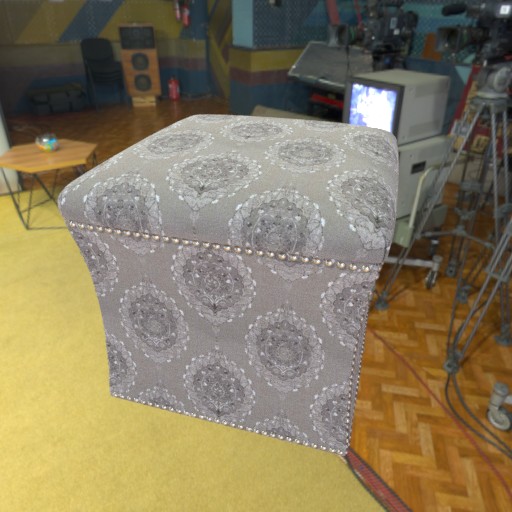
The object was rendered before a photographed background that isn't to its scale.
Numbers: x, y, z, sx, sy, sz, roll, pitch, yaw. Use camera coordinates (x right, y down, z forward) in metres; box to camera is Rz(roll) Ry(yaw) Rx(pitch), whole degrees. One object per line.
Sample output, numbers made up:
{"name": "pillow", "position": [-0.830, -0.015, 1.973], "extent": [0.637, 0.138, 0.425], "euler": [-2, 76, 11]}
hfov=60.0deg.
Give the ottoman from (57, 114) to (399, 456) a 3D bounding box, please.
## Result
{"name": "ottoman", "position": [0.000, 0.000, 0.893], "extent": [0.497, 0.473, 0.507], "euler": [9, 32, 14]}
